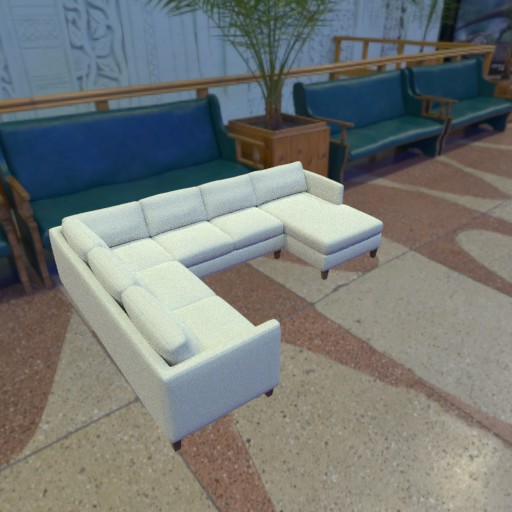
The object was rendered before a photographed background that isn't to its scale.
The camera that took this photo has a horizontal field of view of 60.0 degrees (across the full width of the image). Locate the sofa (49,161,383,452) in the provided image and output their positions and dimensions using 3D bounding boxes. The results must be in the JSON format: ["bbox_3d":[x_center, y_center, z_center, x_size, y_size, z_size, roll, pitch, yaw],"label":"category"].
[{"bbox_3d":[0.000,0.000,4.412,3.238,0.853,2.551,-20,35,-31],"label":"sofa"}]
